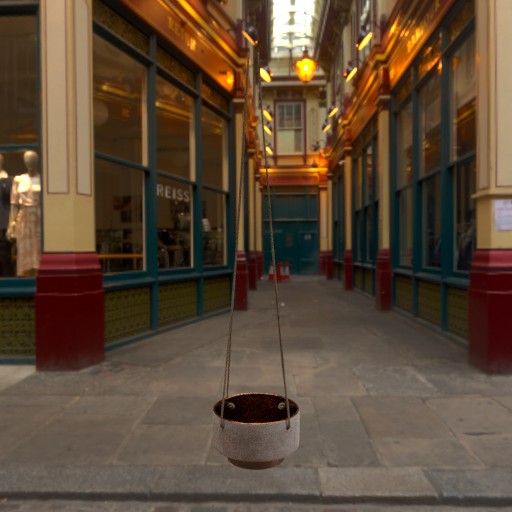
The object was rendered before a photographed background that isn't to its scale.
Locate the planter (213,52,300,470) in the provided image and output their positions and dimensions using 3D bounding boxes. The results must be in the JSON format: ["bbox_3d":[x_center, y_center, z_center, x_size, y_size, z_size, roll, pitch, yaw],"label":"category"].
[{"bbox_3d":[0.000,0.000,1.133,0.223,1.030,0.223,0,1,1],"label":"planter"}]
